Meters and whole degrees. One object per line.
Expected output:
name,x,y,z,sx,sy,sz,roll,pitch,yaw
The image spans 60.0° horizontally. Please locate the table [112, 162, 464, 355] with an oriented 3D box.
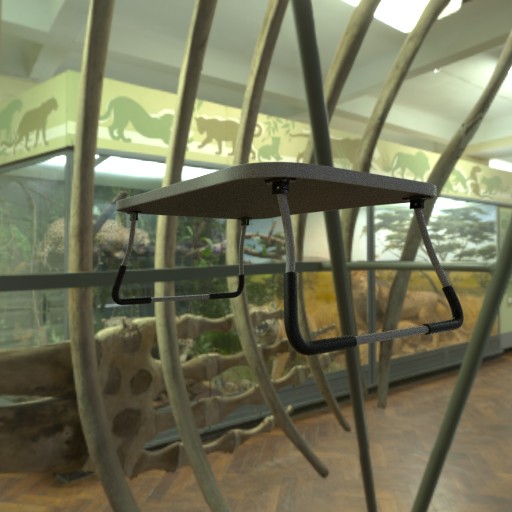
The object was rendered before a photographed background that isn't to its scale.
table,0.000,0.000,0.870,0.400,0.232,0.660,0,0,-36
